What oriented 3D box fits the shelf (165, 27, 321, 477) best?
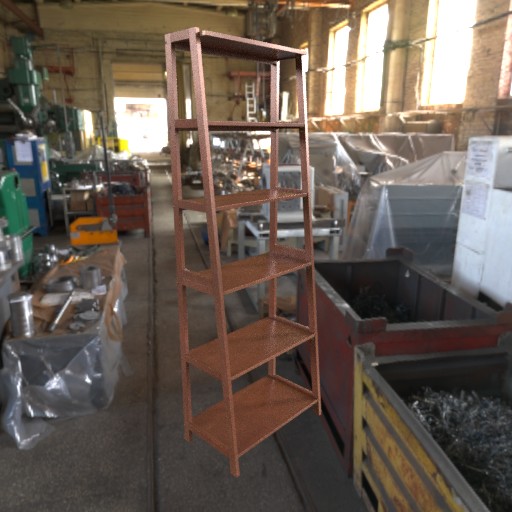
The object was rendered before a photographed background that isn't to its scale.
[{"bbox_3d":[0.000,0.000,2.121,0.382,1.892,0.660,14,21,42],"label":"shelf"}]
